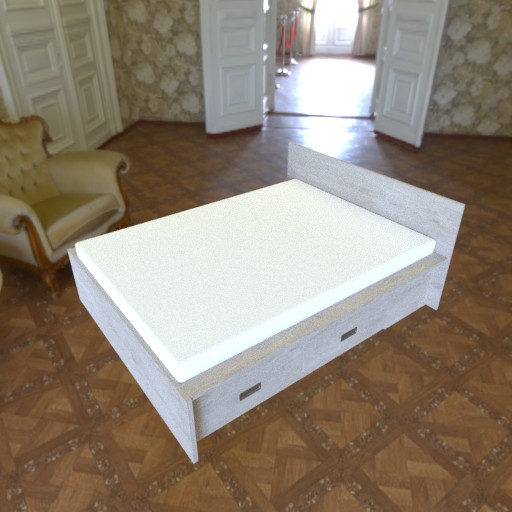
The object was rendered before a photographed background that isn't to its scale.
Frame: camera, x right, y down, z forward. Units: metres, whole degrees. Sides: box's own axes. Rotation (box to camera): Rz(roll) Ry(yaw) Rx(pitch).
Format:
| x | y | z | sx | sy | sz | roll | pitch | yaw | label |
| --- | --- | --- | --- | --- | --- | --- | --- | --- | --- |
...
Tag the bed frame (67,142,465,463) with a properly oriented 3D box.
| x | y | z | sx | sy | sz | roll | pitch | yaw | label |
| --- | --- | --- | --- | --- | --- | --- | --- | --- | --- |
| 0.000 | 0.000 | 2.946 | 1.960 | 0.800 | 1.622 | -21 | 37 | -31 | bed frame |
